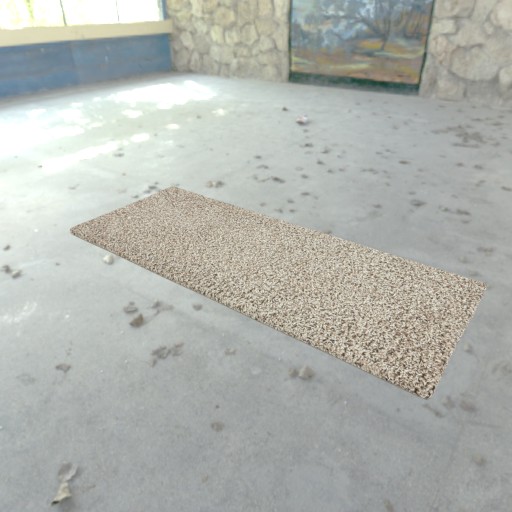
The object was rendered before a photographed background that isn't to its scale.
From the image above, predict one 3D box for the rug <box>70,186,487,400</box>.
[{"bbox_3d":[0.000,0.000,1.698,1.524,0.030,0.609,21,36,31],"label":"rug"}]
